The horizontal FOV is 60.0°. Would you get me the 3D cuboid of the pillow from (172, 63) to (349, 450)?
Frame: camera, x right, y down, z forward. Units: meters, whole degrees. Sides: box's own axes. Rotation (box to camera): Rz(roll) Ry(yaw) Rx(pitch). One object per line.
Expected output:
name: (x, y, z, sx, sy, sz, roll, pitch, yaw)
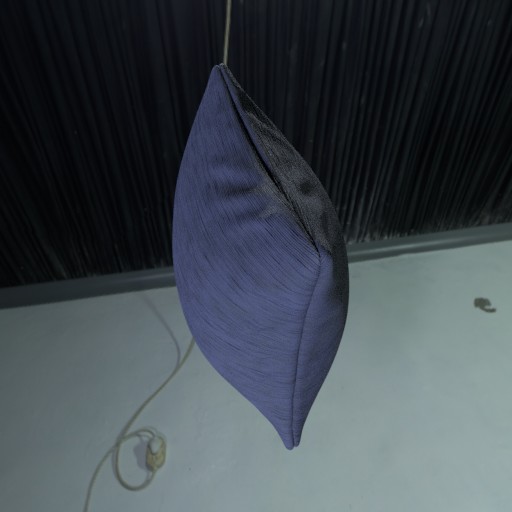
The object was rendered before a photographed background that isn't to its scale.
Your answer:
pillow: (0.000, 0.000, 0.664, 0.246, 0.414, 0.432, -11, 46, -11)
